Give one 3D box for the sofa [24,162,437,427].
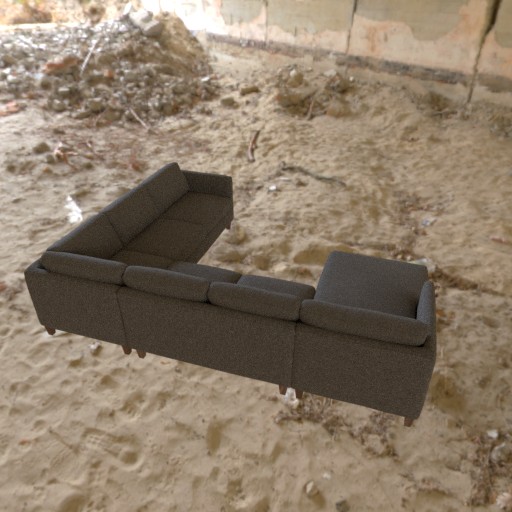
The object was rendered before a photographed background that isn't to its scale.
[{"bbox_3d":[0.000,0.000,4.346,3.238,0.853,2.551,10,33,15],"label":"sofa"}]
